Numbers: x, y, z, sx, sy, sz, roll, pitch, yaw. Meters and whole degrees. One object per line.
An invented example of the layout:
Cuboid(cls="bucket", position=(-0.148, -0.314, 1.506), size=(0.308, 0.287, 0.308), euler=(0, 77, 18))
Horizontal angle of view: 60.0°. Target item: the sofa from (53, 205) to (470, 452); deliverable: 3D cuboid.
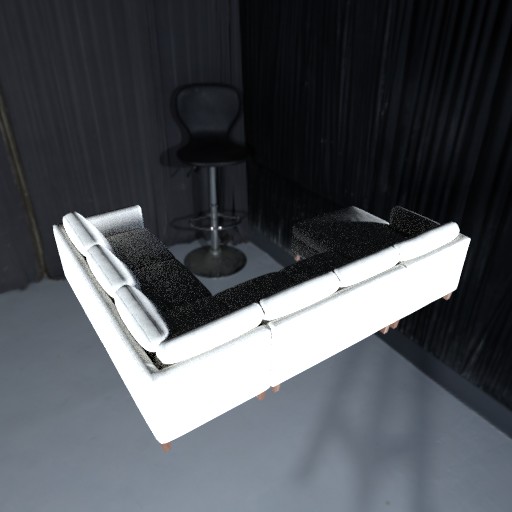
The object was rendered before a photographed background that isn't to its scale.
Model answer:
Cuboid(cls="sofa", position=(0.000, 0.000, 4.426), size=(3.238, 0.853, 2.551), euler=(-19, 36, -29))
